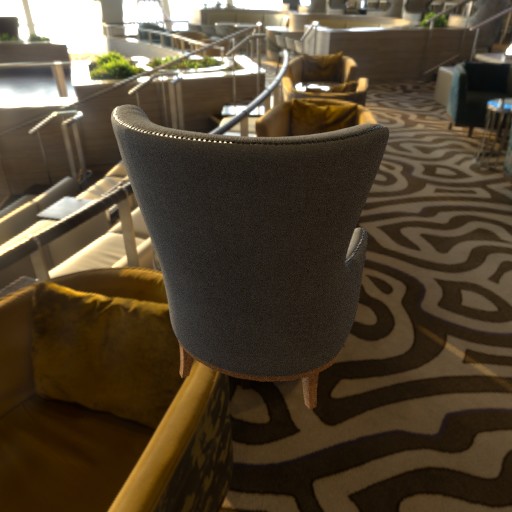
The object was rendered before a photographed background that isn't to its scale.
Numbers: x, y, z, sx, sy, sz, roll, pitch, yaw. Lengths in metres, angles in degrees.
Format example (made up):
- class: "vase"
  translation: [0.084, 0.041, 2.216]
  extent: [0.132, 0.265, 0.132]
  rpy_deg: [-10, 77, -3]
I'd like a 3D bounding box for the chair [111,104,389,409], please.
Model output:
- class: "chair"
  translation: [0.000, 0.000, 1.748]
  extent: [0.864, 1.176, 0.883]
  rpy_deg: [9, 33, 15]
